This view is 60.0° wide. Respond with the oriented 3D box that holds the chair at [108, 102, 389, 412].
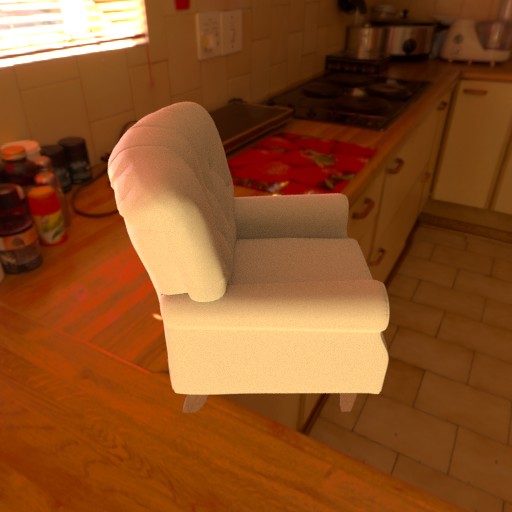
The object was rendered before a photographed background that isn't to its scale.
[{"bbox_3d":[0.000,0.000,2.070,1.128,1.217,1.090,0,33,0],"label":"chair"}]
